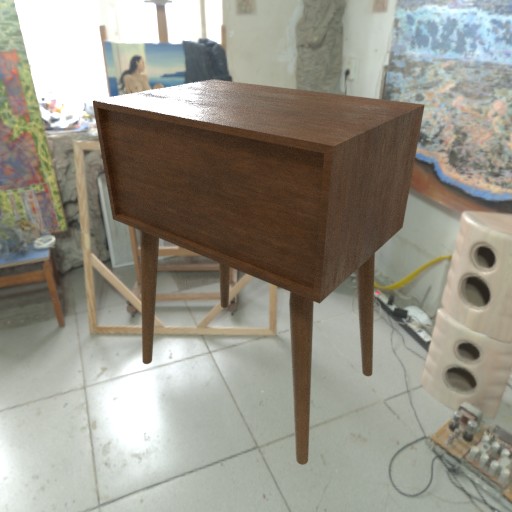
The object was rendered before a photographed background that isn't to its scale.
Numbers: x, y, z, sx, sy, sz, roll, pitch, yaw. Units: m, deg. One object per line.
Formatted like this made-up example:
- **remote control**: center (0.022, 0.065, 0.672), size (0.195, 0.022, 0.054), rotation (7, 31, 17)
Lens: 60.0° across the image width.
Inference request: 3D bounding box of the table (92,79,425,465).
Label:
- **table**: center (0.000, 0.000, 0.869), size (0.454, 0.580, 0.307), rotation (21, 35, 32)
